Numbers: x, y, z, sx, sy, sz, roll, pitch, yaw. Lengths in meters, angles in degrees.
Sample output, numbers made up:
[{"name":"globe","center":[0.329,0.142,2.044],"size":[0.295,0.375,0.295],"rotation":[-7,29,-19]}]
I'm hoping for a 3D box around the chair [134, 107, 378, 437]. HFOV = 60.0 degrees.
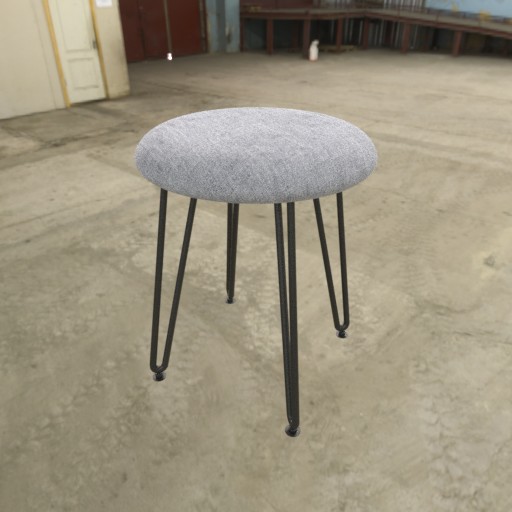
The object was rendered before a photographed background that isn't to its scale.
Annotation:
[{"name":"chair","center":[0.000,0.000,0.657],"size":[0.350,0.386,0.350],"rotation":[-9,31,-16]}]
